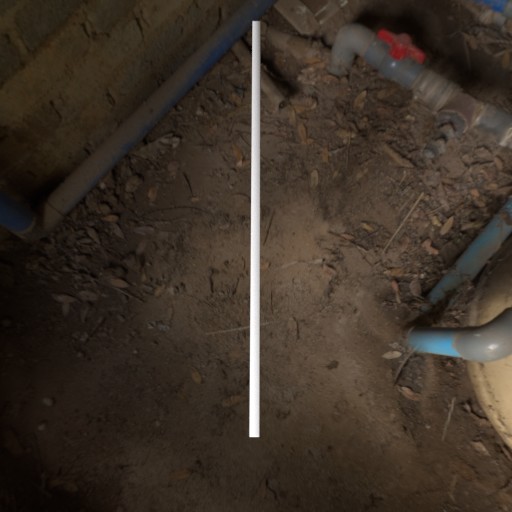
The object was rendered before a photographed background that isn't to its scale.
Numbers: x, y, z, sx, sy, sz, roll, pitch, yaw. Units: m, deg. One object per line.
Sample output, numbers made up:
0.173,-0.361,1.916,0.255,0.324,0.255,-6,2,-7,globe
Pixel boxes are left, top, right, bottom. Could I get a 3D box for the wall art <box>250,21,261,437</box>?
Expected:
0.000,0.000,0.878,0.013,0.584,0.584,0,76,0,wall art
